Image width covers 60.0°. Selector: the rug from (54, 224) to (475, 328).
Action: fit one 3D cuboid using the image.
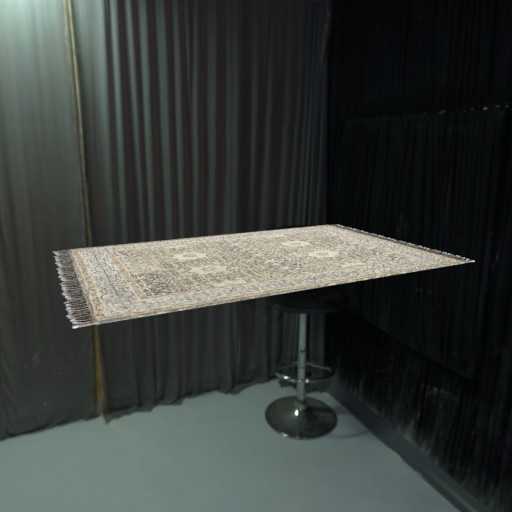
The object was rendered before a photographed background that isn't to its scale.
[{"bbox_3d":[0.000,0.000,2.478,2.029,0.010,1.237,-7,16,-25],"label":"rug"}]
